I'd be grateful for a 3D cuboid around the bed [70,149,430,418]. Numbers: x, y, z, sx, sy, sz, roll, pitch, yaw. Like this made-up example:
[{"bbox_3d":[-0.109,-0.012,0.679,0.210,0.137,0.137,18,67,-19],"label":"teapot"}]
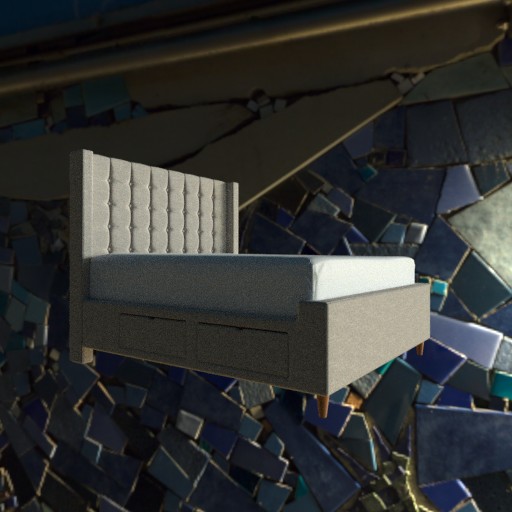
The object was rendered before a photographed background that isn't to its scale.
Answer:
[{"bbox_3d":[0.000,0.000,3.820,2.372,1.748,2.044,0,0,36],"label":"bed"}]
